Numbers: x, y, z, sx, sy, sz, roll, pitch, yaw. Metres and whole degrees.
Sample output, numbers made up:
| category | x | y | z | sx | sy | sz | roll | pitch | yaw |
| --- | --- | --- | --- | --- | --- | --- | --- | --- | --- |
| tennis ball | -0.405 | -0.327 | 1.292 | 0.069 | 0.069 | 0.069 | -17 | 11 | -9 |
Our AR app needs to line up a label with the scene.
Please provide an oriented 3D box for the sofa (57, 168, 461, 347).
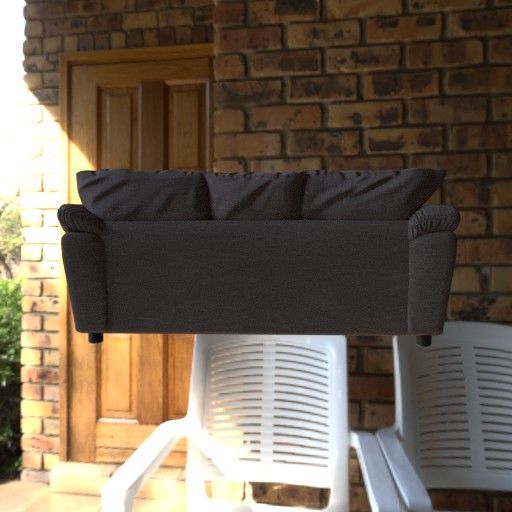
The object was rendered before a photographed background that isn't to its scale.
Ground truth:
| category | x | y | z | sx | sy | sz | roll | pitch | yaw |
| --- | --- | --- | --- | --- | --- | --- | --- | --- | --- |
| sofa | 0.000 | 0.000 | 2.889 | 2.390 | 1.043 | 0.927 | 0 | 0 | 3 |
